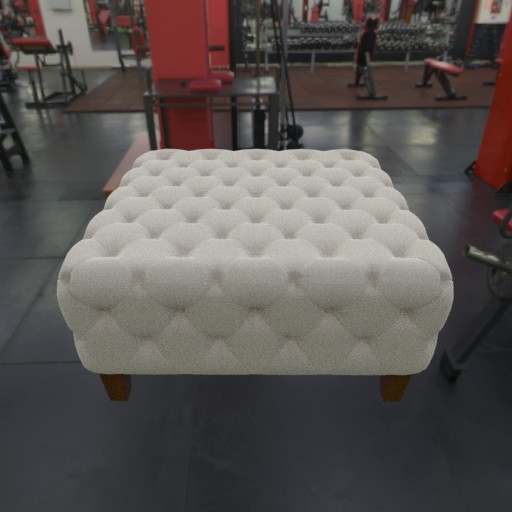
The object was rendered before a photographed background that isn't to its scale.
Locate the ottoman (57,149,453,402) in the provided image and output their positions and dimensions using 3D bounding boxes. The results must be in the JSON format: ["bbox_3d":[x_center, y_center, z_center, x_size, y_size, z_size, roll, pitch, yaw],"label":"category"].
[{"bbox_3d":[0.000,0.000,1.185,0.753,0.376,0.755,0,31,0],"label":"ottoman"}]
